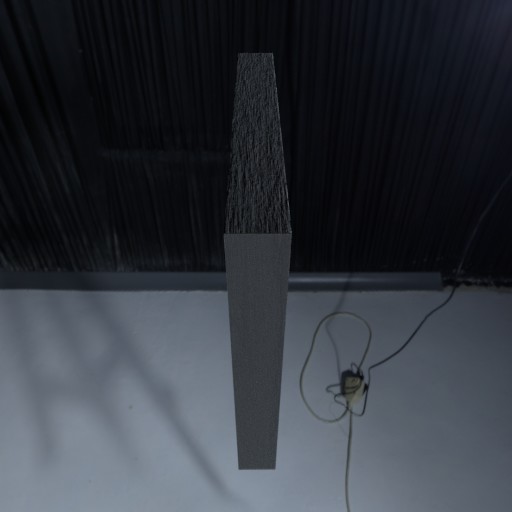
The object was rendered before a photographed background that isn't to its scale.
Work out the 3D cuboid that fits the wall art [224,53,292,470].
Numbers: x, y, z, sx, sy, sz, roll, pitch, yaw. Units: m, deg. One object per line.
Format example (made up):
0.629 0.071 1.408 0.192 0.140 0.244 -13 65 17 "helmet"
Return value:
0.000 0.000 0.459 0.037 0.305 0.305 0 42 0 "wall art"
